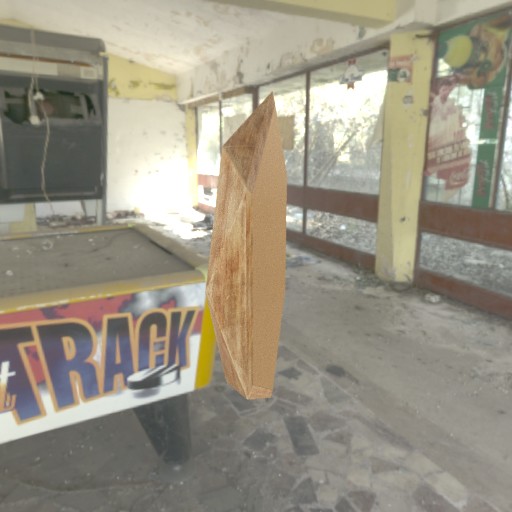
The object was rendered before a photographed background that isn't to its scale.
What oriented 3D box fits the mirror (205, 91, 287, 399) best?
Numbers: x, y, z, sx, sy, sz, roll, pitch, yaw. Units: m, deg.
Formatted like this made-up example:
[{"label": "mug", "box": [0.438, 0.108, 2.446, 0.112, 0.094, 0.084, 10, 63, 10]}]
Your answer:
[{"label": "mirror", "box": [0.000, 0.000, 1.110, 0.091, 0.779, 0.675, 2, 13, 9]}]
